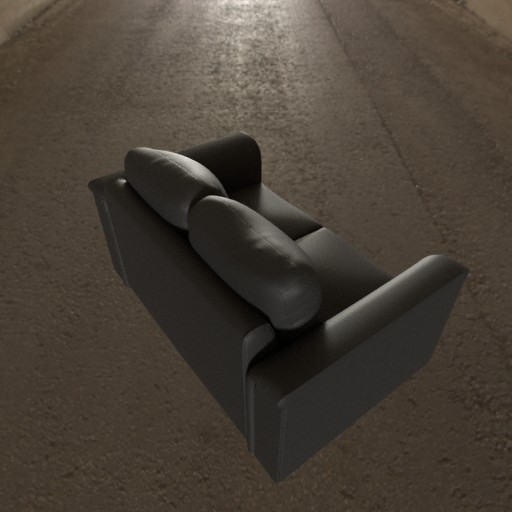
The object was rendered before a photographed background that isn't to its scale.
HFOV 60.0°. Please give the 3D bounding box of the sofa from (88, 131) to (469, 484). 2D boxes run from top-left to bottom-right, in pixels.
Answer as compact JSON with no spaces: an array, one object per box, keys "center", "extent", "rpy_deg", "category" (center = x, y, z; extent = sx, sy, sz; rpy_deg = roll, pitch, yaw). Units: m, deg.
[{"center":[0.000,0.000,1.919],"extent":[0.887,0.845,1.386],"rpy_deg":[-26,47,-27],"category":"sofa"}]
